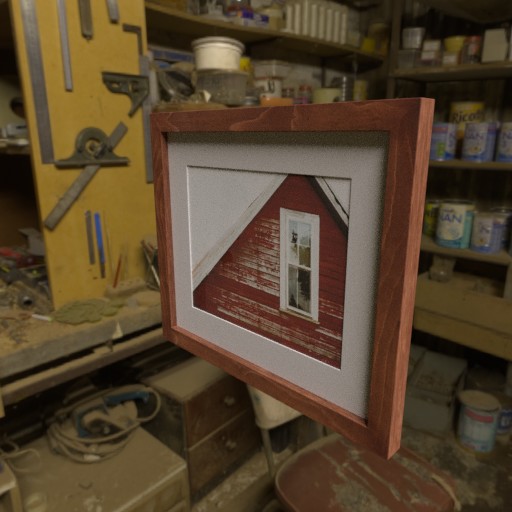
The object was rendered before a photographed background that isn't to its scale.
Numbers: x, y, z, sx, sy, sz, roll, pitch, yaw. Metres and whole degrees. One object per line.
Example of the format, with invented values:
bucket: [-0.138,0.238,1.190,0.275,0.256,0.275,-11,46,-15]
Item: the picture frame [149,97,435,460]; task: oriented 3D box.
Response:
picture frame: [0.000,0.000,0.521,0.381,0.330,0.025,15,21,43]
